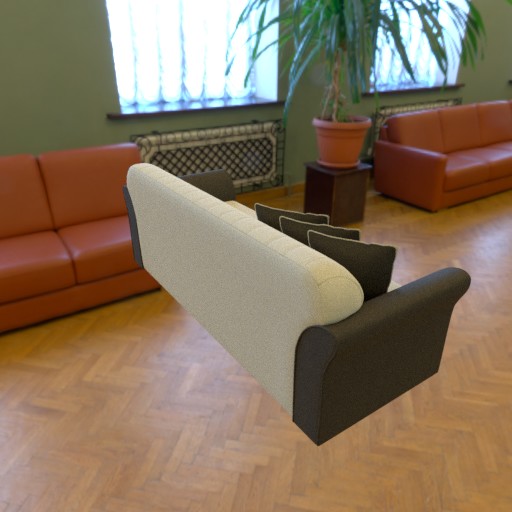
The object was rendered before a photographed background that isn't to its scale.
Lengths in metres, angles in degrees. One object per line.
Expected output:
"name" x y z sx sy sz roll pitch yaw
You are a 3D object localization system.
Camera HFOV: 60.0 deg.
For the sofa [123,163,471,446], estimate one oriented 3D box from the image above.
"sofa" 0.000 0.000 2.431 0.755 0.787 2.001 -17 31 -31
